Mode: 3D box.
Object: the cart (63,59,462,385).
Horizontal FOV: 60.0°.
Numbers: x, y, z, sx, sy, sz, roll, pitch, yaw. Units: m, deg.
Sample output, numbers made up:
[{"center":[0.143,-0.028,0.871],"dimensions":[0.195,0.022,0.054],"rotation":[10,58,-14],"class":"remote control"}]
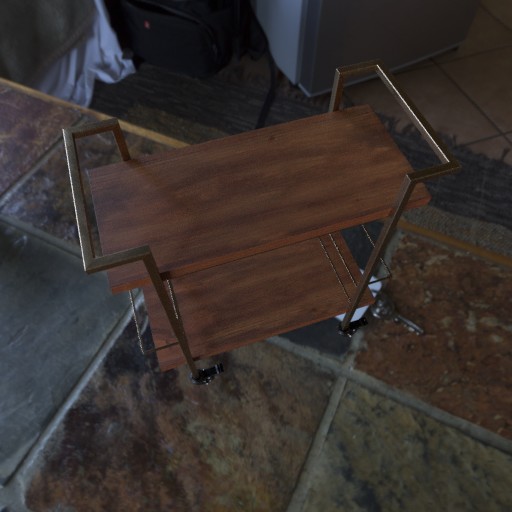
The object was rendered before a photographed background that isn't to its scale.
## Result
[{"center":[0.000,0.000,1.183],"dimensions":[0.695,0.807,0.364],"rotation":[-16,61,-9],"class":"cart"}]
